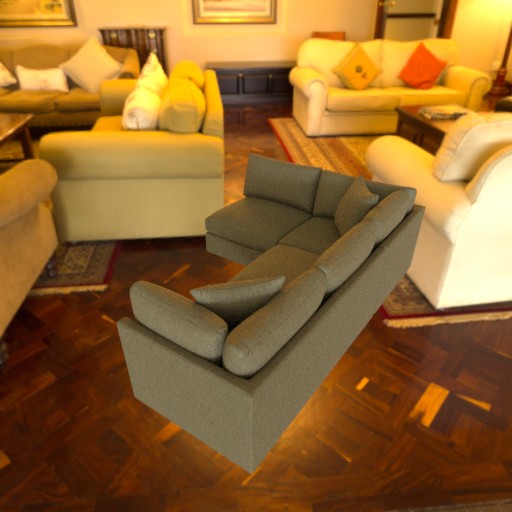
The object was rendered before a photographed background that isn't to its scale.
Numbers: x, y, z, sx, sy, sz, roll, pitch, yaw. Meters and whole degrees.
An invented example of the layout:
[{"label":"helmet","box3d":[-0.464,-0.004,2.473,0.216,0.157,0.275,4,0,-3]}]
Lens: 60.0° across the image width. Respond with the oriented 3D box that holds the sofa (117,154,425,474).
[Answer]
[{"label":"sofa","box3d":[0.000,0.000,3.863,1.994,0.978,2.896,20,36,30]}]
